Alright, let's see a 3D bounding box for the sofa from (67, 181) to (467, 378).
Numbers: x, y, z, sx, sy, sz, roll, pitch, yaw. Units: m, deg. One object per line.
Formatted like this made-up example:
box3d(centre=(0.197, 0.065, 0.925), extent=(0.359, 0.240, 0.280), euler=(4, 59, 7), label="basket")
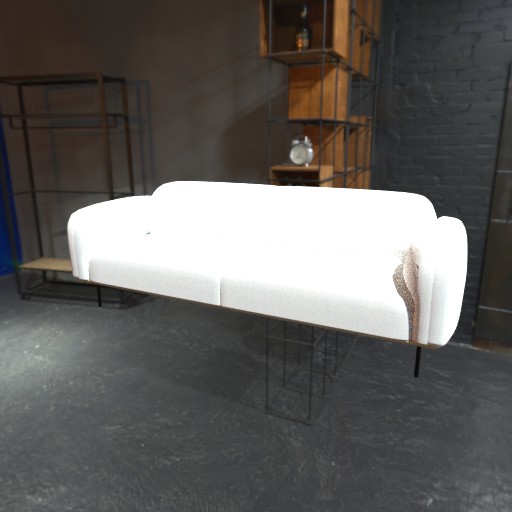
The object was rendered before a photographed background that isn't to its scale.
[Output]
box3d(centre=(0.000, 0.000, 2.655), extent=(2.280, 0.780, 0.870), euler=(7, 16, 26), label="sofa")
